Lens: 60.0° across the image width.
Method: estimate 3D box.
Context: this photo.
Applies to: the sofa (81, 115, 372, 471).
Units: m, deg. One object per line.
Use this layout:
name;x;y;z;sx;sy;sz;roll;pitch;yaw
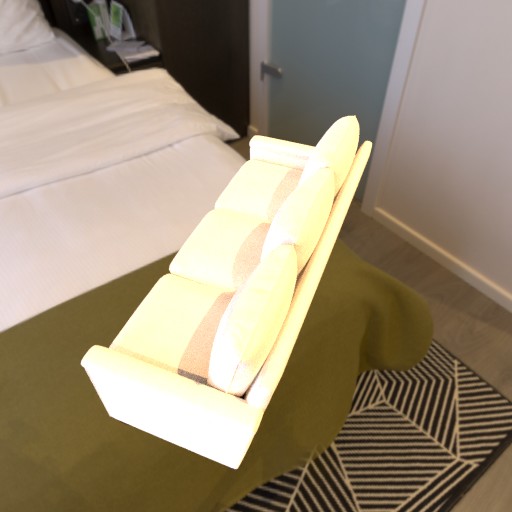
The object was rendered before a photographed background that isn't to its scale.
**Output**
sofa;0.000;0.000;2.425;0.828;0.961;1.925;16;48;15
